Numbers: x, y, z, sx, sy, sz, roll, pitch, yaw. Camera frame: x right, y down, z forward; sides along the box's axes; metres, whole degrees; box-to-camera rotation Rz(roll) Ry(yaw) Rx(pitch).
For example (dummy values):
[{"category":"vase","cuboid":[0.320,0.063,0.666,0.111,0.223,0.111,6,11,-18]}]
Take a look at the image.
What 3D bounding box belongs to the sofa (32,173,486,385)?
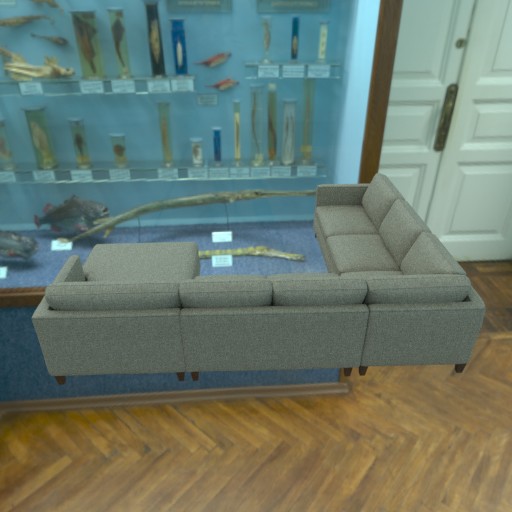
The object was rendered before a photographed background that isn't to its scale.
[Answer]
[{"category":"sofa","cuboid":[0.000,0.000,4.451,3.403,0.889,2.551,-1,31,-2]}]
